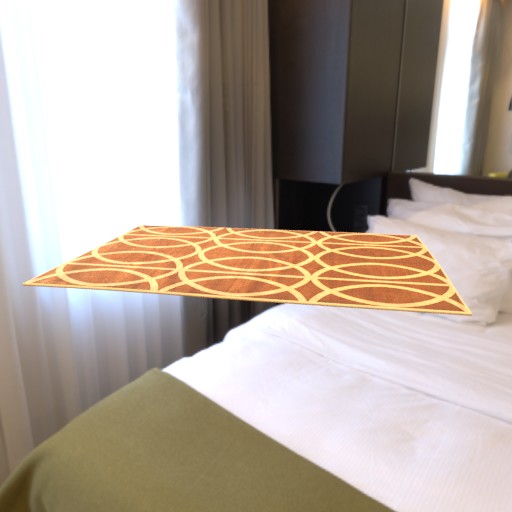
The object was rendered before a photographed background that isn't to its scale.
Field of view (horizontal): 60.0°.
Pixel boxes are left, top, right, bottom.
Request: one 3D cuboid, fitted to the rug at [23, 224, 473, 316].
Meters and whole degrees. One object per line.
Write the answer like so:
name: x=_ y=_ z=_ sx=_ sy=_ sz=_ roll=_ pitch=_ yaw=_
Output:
rug: x=0.000 y=0.000 z=2.913 sx=2.290 sy=0.014 sz=1.526 roll=3 pitch=17 yaw=10
